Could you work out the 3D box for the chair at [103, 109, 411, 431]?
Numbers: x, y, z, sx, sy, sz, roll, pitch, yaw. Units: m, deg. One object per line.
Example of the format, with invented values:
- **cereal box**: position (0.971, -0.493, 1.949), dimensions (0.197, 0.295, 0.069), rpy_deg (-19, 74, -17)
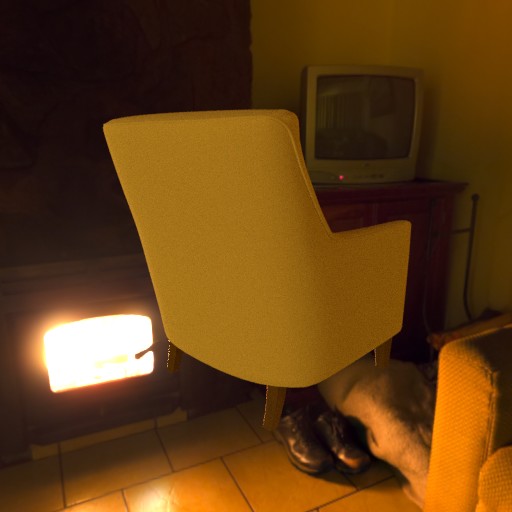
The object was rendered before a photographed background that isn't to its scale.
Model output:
- **chair**: position (0.000, 0.000, 1.547), dimensions (0.756, 0.916, 0.879), rpy_deg (14, 20, 42)
